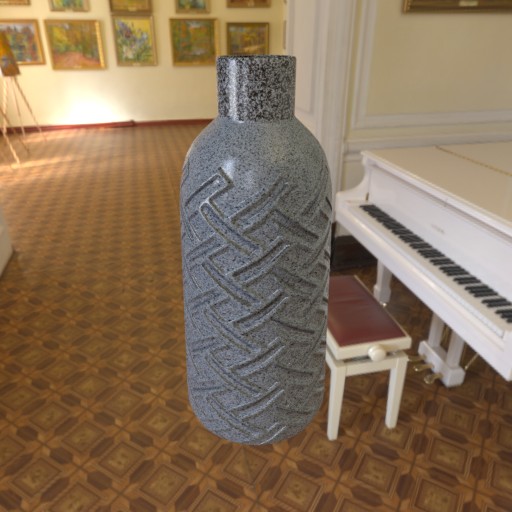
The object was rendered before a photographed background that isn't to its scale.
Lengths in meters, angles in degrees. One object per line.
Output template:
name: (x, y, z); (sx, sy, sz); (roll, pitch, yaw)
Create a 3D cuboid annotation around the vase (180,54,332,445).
vase: (0.000, 0.000, 0.343); (0.122, 0.282, 0.122); (0, 26, 0)
